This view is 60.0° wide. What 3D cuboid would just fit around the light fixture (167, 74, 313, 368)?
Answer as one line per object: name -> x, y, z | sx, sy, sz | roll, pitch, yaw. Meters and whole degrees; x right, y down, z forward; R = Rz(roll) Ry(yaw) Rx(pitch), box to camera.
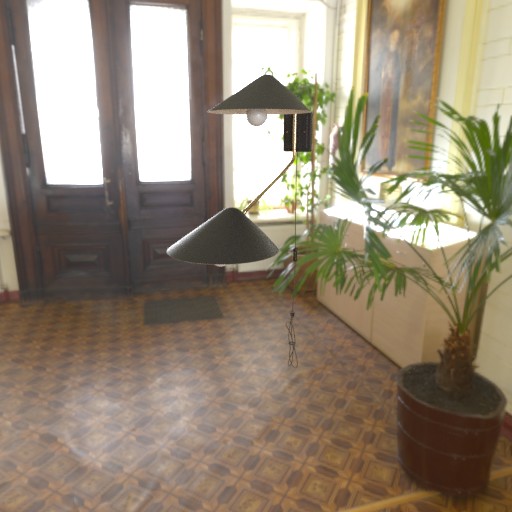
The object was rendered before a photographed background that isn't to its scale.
light fixture -> 0.000, 0.000, 0.858 | 0.189, 0.665, 0.422 | 8, 17, 27
